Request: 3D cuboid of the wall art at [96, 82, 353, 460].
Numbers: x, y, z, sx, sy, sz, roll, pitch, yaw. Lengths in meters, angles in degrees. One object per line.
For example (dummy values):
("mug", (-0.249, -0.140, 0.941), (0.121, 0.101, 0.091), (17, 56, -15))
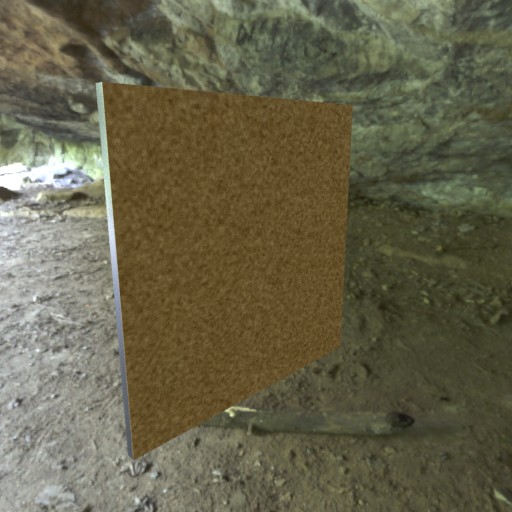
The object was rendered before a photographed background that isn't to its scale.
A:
("wall art", (0.000, 0.000, 0.655), (0.446, 0.445, 0.014), (-14, 20, -43))
